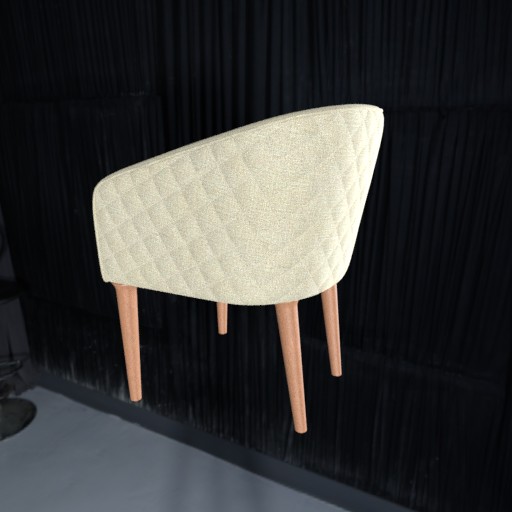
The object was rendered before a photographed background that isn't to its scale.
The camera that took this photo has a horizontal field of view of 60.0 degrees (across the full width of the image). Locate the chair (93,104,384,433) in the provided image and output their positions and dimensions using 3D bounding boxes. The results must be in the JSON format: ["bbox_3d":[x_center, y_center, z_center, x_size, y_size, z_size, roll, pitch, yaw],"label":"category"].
[{"bbox_3d":[0.000,0.000,1.216,0.616,0.775,0.584,8,19,26],"label":"chair"}]
